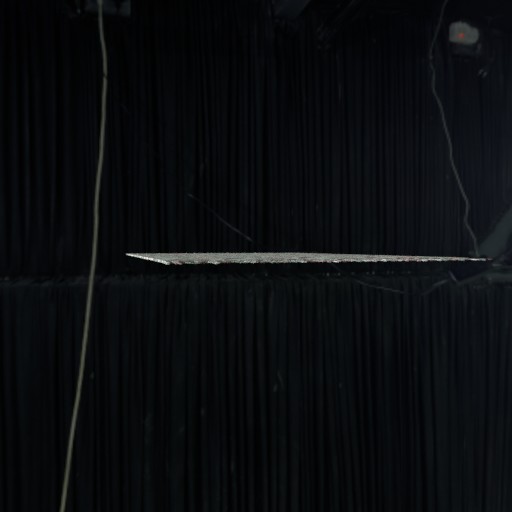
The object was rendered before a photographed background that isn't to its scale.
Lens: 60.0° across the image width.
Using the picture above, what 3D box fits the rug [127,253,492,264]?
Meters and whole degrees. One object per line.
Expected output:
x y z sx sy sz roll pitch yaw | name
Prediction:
0.000 0.000 2.292 1.219 0.010 1.829 0 1 -20 | rug
